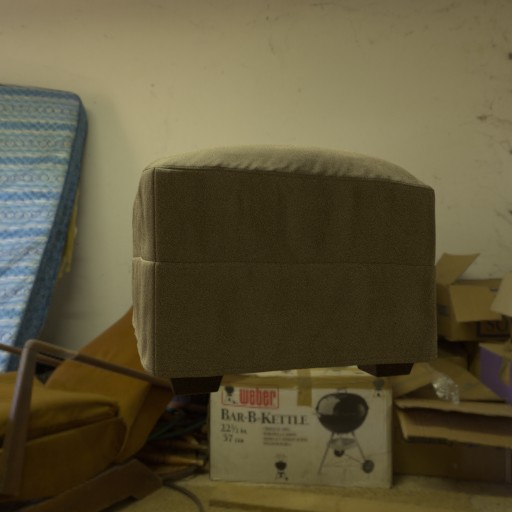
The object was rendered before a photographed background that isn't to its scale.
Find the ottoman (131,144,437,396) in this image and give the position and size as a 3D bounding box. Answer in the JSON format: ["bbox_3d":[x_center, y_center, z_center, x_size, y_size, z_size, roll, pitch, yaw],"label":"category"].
[{"bbox_3d":[0.000,0.000,1.096,0.584,0.480,0.712,0,-1,-17],"label":"ottoman"}]
